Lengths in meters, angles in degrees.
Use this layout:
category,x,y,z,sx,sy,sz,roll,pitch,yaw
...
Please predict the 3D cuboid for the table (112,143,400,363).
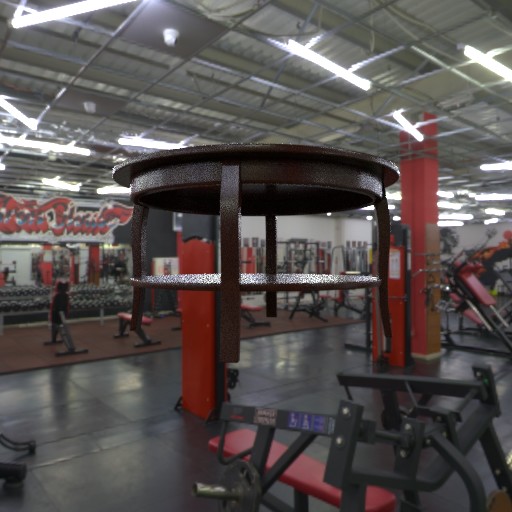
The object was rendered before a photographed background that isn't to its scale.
category,x,y,z,sx,sy,sz,roll,pitch,yaw
table,0.000,0.000,1.476,0.911,0.512,0.911,0,-1,0
